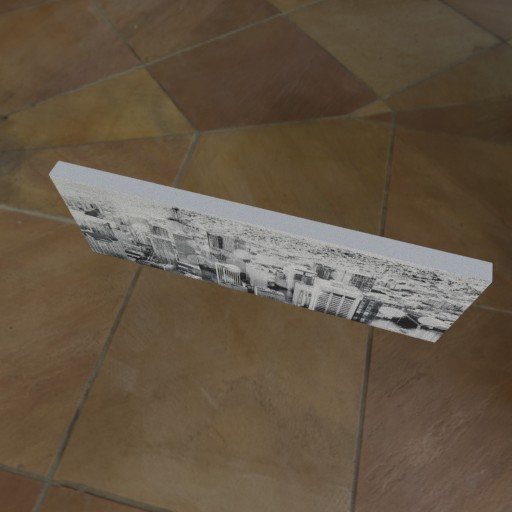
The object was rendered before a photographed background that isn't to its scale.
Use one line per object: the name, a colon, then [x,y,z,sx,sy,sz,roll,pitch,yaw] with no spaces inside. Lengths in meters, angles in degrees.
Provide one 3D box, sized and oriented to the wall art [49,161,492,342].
wall art: [0.000,0.000,0.852,0.763,0.255,0.038,14,59,9]
